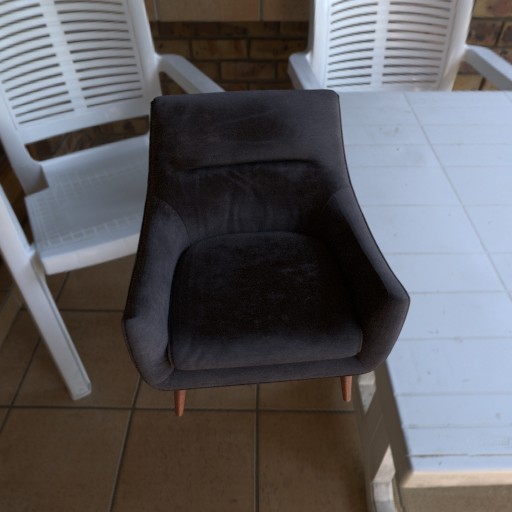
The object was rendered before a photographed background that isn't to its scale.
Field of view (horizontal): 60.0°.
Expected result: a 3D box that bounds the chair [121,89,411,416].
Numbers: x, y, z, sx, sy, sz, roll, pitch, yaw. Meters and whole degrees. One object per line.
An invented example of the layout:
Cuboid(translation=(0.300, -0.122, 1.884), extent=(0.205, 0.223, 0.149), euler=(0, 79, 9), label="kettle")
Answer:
Cuboid(translation=(0.000, 0.000, 1.494), extent=(0.762, 0.838, 0.787), euler=(-4, 45, -4), label="chair")
